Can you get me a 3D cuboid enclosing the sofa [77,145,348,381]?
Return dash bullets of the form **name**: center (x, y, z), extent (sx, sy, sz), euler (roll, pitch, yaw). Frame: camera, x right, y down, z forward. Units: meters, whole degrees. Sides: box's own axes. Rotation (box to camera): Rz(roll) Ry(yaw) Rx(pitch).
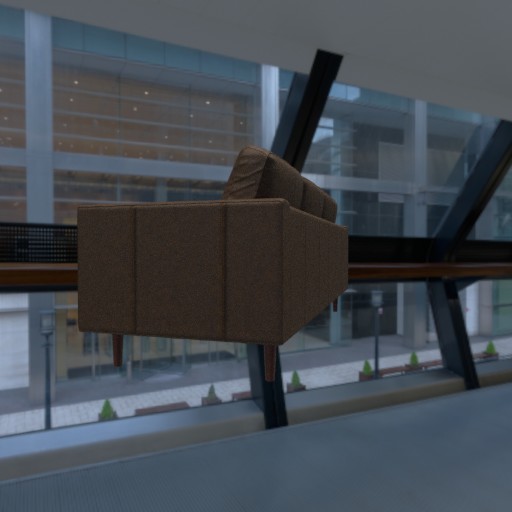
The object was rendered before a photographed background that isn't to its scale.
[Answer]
- **sofa**: center (0.000, 0.000, 2.753), extent (0.903, 0.930, 2.231), euler (0, 1, 18)
